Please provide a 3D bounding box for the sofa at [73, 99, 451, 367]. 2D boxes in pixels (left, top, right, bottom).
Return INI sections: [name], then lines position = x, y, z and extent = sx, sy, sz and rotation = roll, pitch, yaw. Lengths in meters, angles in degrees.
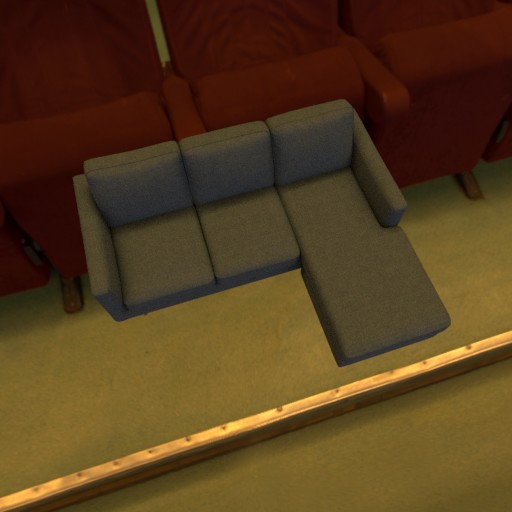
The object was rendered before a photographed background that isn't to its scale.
[sofa]
position = 0.000, 0.000, 2.949
extent = 2.055, 0.957, 1.667
rotation = -16, 65, -8
